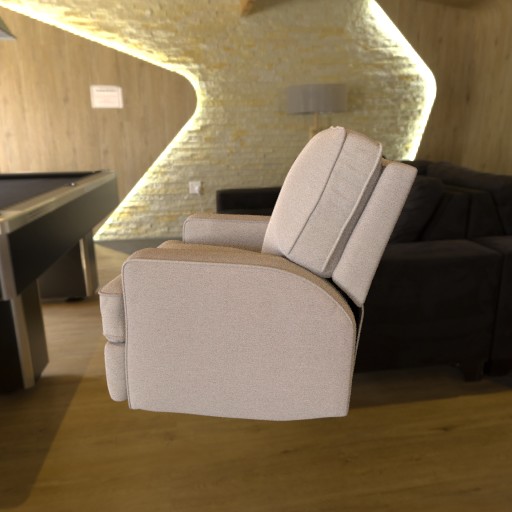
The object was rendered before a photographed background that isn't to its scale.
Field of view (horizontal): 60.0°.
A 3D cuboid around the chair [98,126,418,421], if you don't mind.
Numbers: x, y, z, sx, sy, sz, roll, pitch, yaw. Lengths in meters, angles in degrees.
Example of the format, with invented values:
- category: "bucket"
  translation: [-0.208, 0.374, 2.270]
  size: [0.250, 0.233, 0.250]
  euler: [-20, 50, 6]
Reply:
- category: "chair"
  translation: [0.000, 0.000, 1.699]
  size: [0.969, 0.964, 0.861]
  euler: [2, 15, 6]
